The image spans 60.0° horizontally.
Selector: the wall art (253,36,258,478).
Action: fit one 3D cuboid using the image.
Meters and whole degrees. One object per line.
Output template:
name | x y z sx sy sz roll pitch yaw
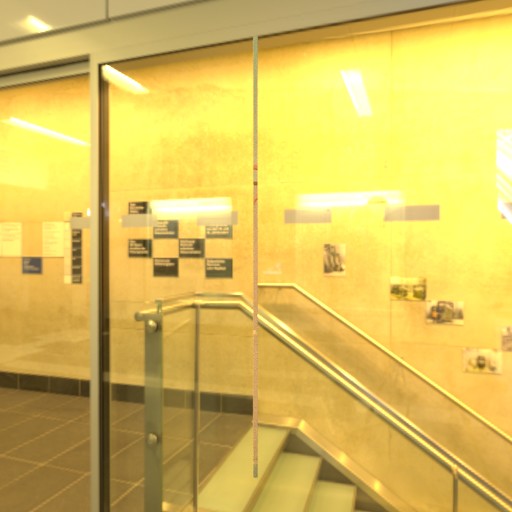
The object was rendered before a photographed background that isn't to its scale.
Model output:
wall art | 0.000 0.000 1.831 0.013 1.219 1.214 0 1 0
